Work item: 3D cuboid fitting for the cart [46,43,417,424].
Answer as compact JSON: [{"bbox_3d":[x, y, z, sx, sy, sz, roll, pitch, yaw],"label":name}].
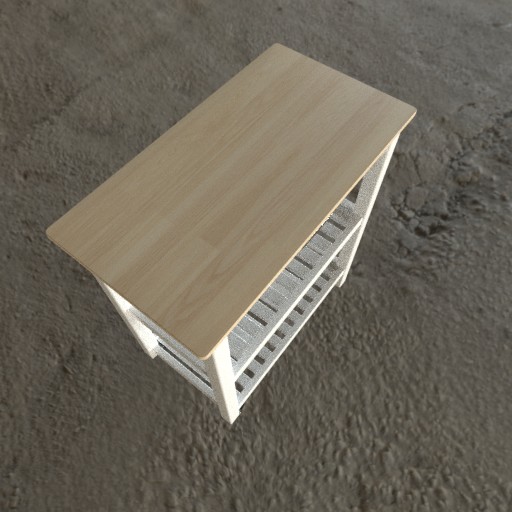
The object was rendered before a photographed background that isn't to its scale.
[{"bbox_3d":[0.000,0.000,1.455,0.457,0.927,0.899,34,65,18],"label":"cart"}]
